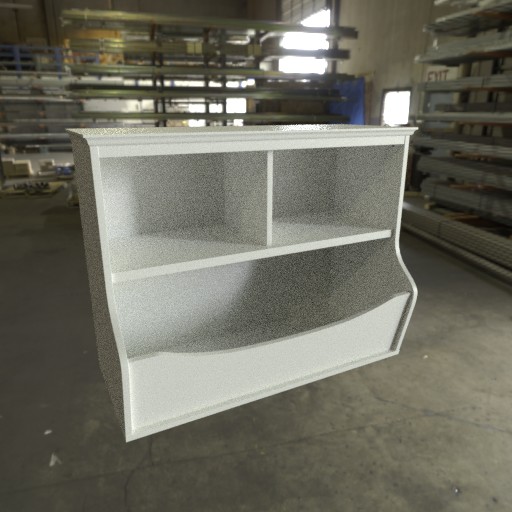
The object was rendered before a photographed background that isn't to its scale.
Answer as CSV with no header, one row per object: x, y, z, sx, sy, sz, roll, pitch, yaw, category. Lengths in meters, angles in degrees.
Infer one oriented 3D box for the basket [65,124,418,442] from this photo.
0.000,0.000,1.130,0.792,0.625,0.376,-9,20,-26,basket
